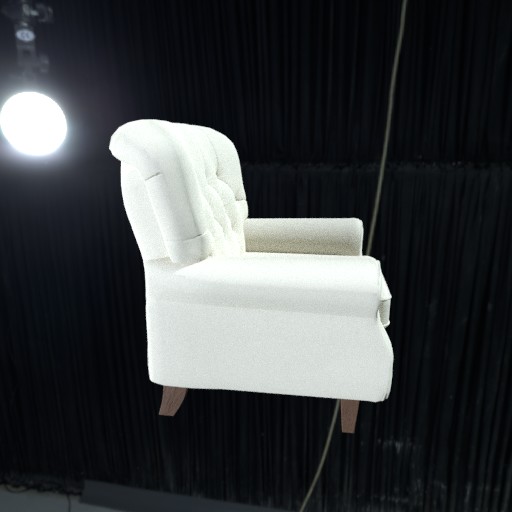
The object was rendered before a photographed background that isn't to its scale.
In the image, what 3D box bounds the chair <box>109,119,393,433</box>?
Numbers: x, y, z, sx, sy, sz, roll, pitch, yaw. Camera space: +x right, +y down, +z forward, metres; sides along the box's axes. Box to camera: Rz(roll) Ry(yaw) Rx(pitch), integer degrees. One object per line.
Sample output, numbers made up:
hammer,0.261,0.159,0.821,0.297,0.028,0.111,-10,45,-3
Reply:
chair,0.000,0.000,1.990,1.132,1.169,1.035,2,15,8
